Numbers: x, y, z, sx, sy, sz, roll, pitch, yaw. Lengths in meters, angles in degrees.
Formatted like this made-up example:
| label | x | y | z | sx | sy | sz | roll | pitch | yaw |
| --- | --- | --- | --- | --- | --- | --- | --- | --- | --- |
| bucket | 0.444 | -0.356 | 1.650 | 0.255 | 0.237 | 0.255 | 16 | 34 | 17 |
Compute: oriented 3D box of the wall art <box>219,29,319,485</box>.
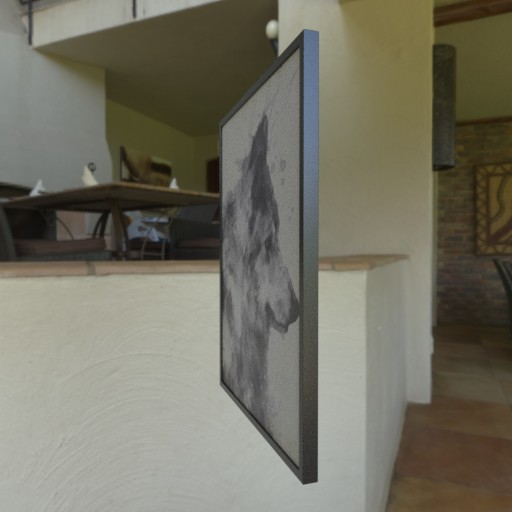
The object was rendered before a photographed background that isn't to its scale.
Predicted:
| label | x | y | z | sx | sy | sz | roll | pitch | yaw |
| --- | --- | --- | --- | --- | --- | --- | --- | --- | --- |
| wall art | 0.000 | 0.000 | 1.418 | 0.039 | 1.061 | 0.804 | 0 | 1 | -19 |
